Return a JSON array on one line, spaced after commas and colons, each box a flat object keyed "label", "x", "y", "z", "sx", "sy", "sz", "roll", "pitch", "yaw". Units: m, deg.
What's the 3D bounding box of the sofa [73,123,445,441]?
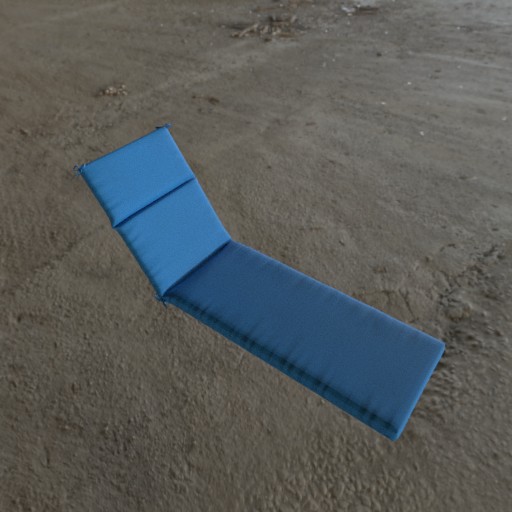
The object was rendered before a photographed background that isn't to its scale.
[{"label": "sofa", "x": 0.000, "y": 0.000, "z": 1.954, "sx": 1.663, "sy": 0.622, "sz": 0.582, "roll": 26, "pitch": 48, "yaw": 27}]
